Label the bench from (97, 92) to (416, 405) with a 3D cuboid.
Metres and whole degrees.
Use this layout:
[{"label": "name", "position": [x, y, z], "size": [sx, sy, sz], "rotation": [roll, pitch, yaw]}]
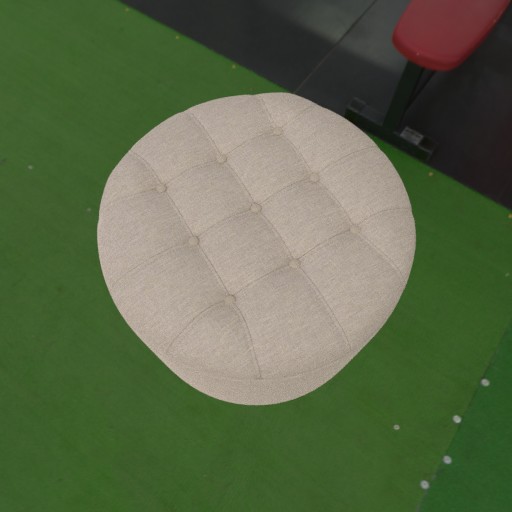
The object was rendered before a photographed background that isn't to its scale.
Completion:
[{"label": "bench", "position": [0.000, 0.000, 0.992], "size": [0.600, 0.454, 0.600], "rotation": [0, 66, 0]}]
